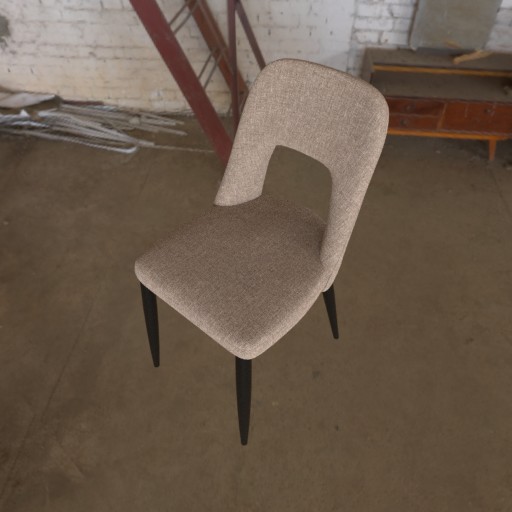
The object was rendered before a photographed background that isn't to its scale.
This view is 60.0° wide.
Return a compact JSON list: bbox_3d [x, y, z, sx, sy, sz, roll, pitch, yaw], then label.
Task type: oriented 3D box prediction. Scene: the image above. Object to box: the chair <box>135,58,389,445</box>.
[{"bbox_3d":[0.000,0.000,1.302,0.470,0.931,0.612,32,53,28],"label":"chair"}]
